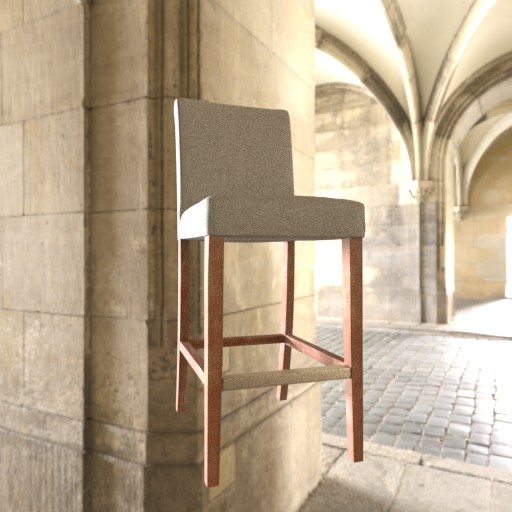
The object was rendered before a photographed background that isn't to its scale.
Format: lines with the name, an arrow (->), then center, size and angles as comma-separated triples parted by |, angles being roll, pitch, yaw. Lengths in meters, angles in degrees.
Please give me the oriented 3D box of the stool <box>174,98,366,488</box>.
stool -> 0.000, 0.000, 1.366 | 0.439, 1.088, 0.570 | 0, 0, -19
